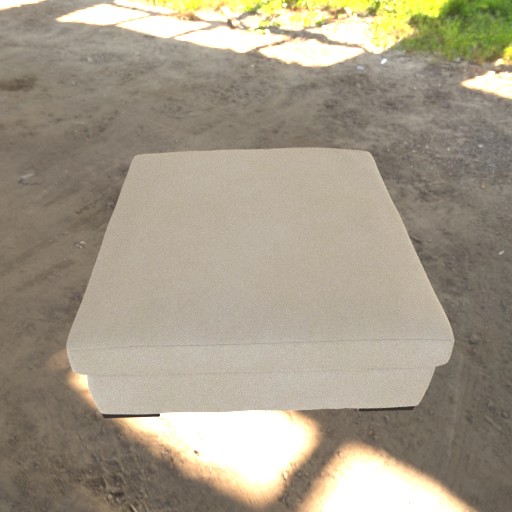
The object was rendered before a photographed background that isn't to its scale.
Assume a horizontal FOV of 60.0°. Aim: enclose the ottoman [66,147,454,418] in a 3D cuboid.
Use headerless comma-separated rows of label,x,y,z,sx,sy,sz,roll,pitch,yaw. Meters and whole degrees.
ottoman,0.000,0.000,1.854,1.190,0.522,1.205,-1,41,-1
